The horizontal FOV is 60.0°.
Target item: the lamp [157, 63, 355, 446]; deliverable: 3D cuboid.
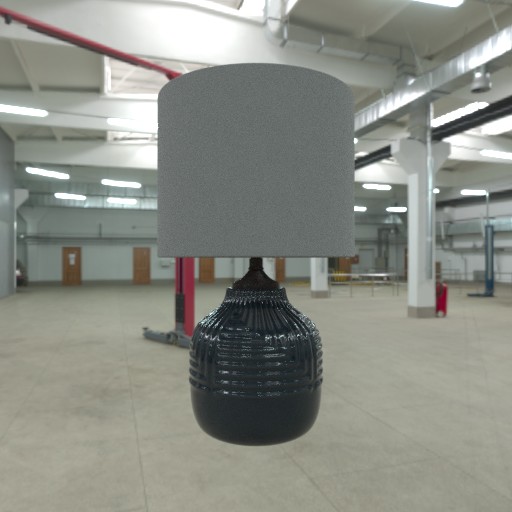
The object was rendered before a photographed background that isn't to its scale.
[{"bbox_3d":[0.000,0.000,0.730,0.318,0.567,0.318,0,0,0],"label":"lamp"}]
